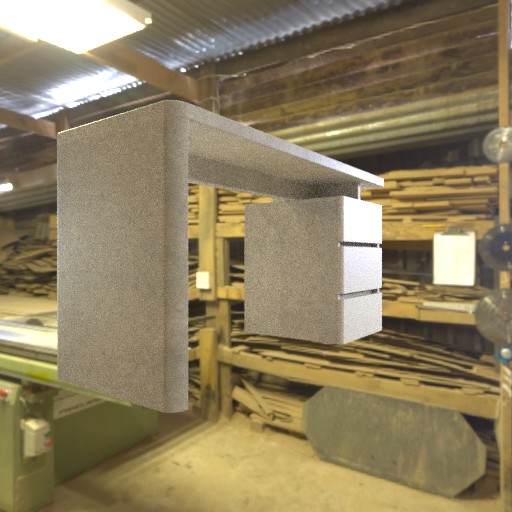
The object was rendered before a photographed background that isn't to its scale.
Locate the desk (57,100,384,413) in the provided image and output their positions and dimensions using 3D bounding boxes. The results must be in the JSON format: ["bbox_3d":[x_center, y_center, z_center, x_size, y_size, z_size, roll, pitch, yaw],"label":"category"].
[{"bbox_3d":[0.000,0.000,1.774,0.550,0.755,1.400,0,0,36],"label":"desk"}]
